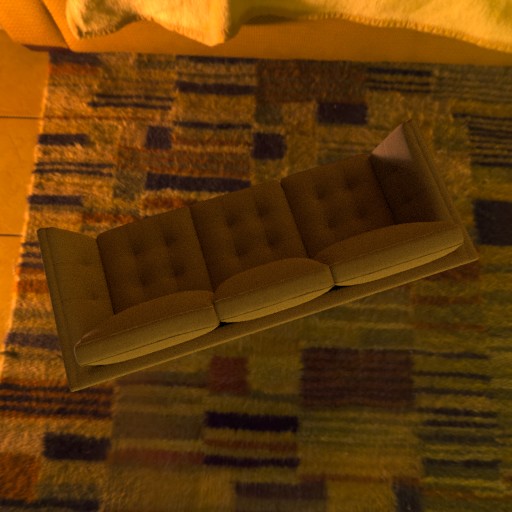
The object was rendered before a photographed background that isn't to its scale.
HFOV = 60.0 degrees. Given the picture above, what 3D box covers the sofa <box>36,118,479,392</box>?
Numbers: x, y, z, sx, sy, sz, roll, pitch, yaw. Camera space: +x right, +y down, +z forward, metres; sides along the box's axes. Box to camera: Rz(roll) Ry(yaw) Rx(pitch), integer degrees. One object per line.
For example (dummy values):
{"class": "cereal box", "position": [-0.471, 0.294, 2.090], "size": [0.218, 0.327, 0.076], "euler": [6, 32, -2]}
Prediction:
{"class": "sofa", "position": [0.000, 0.000, 2.841], "size": [2.388, 0.940, 0.965], "euler": [-17, 76, -4]}
